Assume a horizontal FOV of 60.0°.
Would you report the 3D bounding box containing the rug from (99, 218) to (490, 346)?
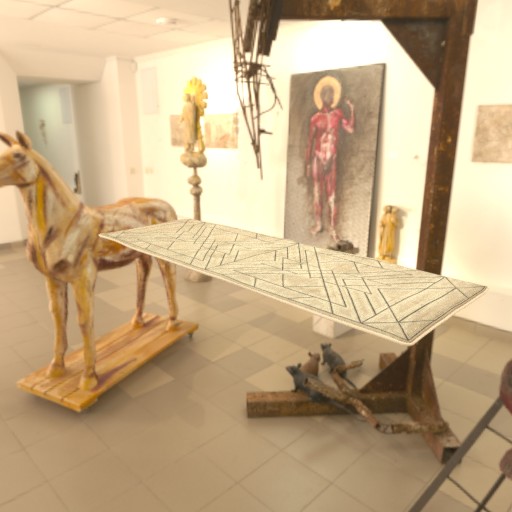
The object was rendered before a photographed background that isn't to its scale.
[{"bbox_3d":[0.000,0.000,2.664,2.381,0.036,0.831,16,22,43],"label":"rug"}]
